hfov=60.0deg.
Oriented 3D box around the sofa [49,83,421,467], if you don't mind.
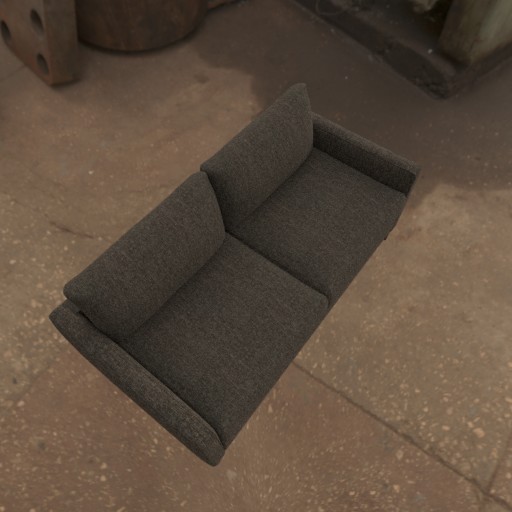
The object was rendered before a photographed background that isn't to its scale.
[{"bbox_3d":[0.000,0.000,2.179,0.866,0.862,1.716,33,64,19],"label":"sofa"}]
